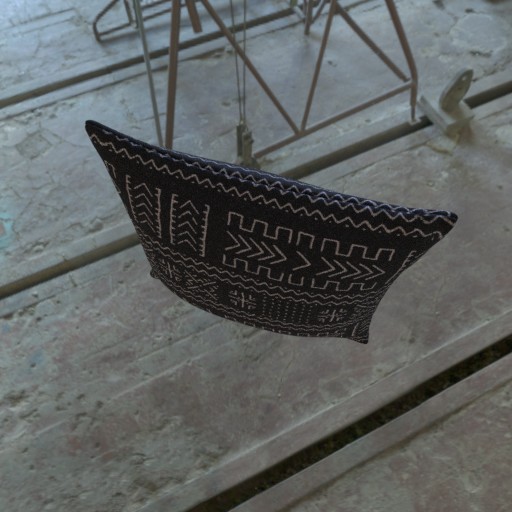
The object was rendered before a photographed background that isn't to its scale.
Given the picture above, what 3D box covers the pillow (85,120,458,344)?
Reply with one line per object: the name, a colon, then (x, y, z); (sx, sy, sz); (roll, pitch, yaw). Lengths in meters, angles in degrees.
pillow: (0.000, 0.000, 0.670); (0.438, 0.430, 0.164); (16, 64, 8)
